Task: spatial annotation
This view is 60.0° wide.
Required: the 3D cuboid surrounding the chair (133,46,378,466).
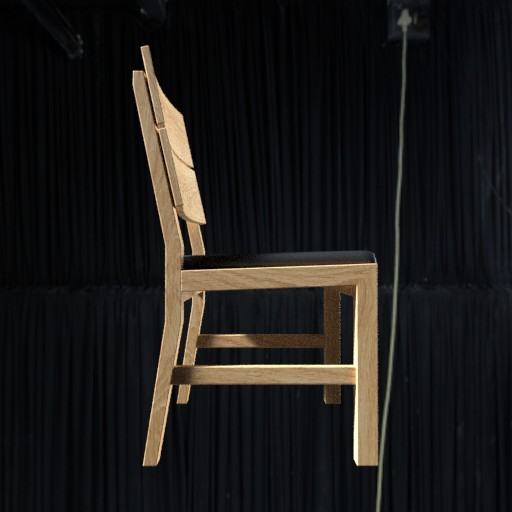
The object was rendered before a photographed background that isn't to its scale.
[{"bbox_3d":[0.000,0.000,1.239,0.569,0.950,0.475,0,-1,0],"label":"chair"}]
